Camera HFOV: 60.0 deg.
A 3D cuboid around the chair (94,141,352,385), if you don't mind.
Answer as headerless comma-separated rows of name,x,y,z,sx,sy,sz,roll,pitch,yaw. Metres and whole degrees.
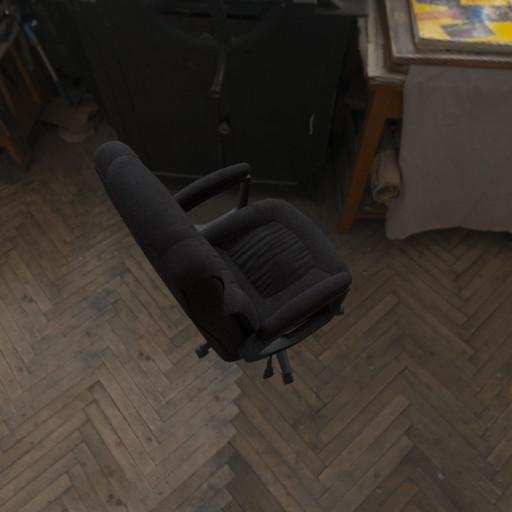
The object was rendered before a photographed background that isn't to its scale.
chair,0.000,0.000,1.570,0.724,1.105,0.667,-31,63,-17
